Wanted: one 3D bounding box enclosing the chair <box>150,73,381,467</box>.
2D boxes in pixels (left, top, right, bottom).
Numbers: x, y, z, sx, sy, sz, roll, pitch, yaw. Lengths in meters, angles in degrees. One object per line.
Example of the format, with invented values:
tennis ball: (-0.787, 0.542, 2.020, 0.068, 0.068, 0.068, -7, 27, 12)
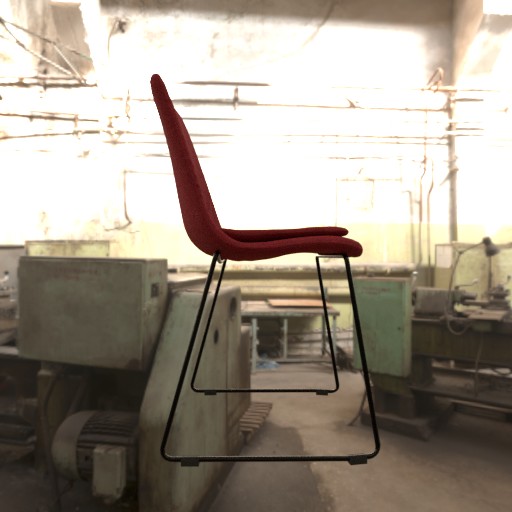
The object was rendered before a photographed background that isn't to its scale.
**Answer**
chair: (0.000, 0.000, 1.144, 0.518, 0.858, 0.479, 0, 0, -1)
